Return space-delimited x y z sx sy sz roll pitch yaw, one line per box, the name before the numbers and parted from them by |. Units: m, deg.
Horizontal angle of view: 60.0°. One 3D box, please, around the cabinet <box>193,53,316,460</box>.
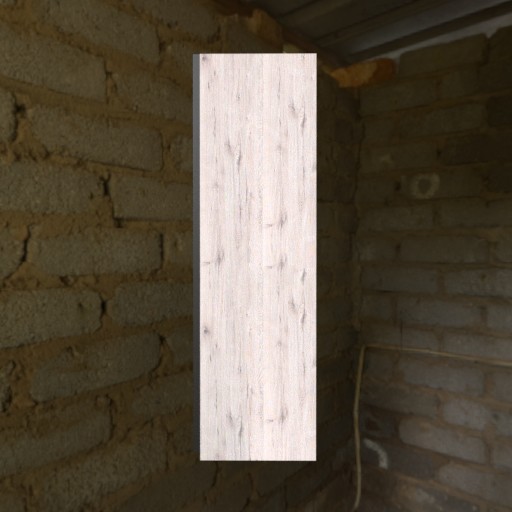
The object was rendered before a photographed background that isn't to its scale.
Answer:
cabinet | 0.000 0.000 3.625 0.660 2.180 2.500 0 0 0
